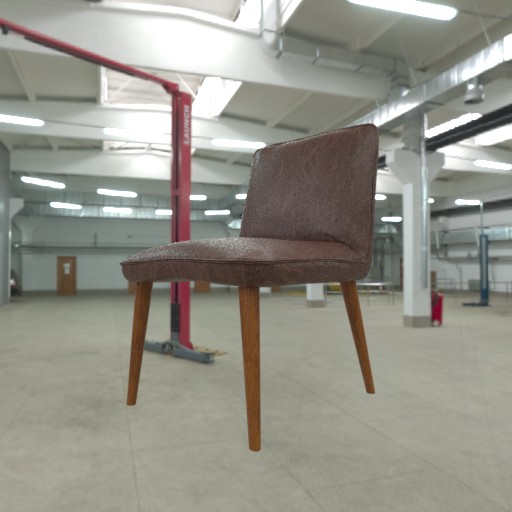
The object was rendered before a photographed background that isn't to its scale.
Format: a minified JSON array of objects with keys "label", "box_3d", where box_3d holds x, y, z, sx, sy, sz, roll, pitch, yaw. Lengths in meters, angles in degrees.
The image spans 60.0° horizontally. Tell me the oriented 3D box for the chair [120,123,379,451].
[{"label":"chair","box_3d":[0.000,0.000,1.253,0.543,0.803,0.645,-1,-2,36]}]
